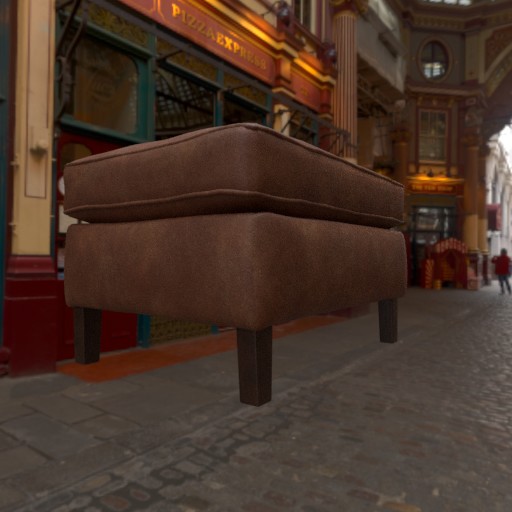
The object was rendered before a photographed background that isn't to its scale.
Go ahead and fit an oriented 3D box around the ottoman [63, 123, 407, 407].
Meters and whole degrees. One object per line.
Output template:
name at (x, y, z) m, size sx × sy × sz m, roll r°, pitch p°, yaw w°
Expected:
ottoman at (0.000, 0.000, 0.976) m, size 0.501 × 0.418 × 0.665 m, roll 0°, pitch 0°, yaw 36°
